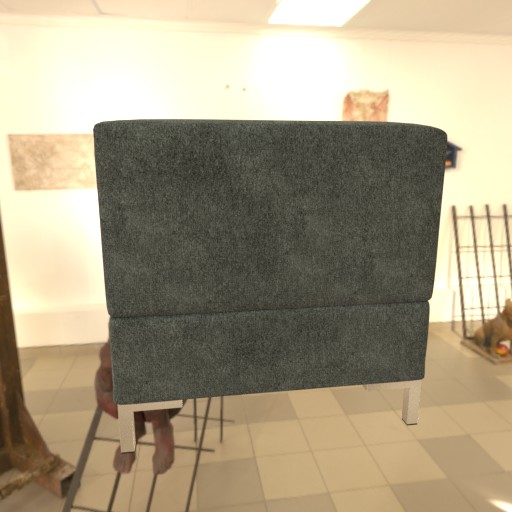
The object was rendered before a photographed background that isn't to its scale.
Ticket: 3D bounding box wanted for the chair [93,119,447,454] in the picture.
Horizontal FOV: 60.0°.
[{"bbox_3d":[0.000,0.000,1.191,0.680,0.660,0.680,-2,13,-9],"label":"chair"}]
